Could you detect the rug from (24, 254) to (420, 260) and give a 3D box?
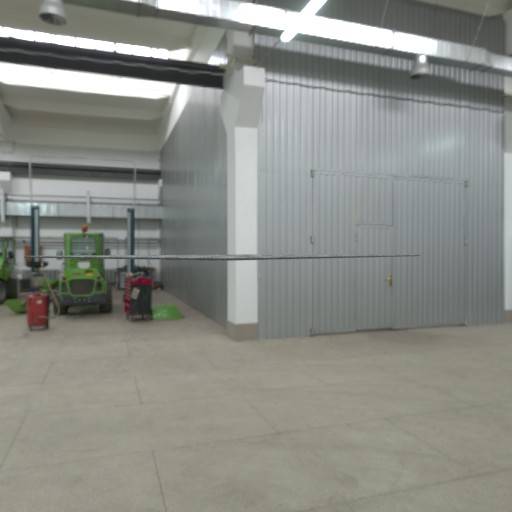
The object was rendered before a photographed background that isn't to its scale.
[{"bbox_3d":[0.000,0.000,3.105,1.554,0.011,2.476,0,1,36],"label":"rug"}]
